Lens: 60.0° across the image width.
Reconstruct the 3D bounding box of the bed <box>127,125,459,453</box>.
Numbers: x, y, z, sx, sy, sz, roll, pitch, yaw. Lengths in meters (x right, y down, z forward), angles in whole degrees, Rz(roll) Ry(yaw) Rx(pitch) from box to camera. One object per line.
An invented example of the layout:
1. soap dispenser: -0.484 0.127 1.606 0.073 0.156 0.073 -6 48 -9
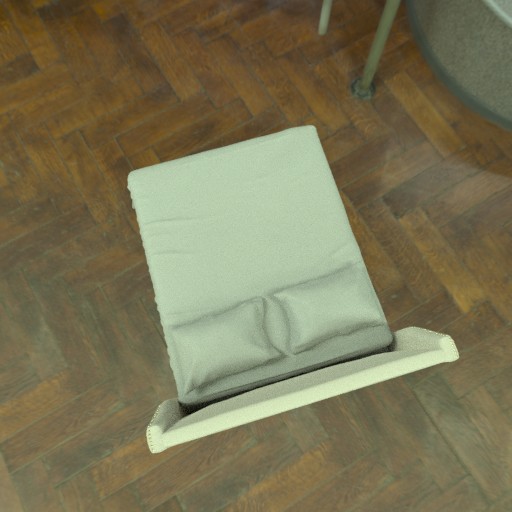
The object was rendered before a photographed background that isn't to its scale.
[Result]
1. bed: 0.000 0.000 3.492 1.925 1.332 2.276 -16 75 -4
